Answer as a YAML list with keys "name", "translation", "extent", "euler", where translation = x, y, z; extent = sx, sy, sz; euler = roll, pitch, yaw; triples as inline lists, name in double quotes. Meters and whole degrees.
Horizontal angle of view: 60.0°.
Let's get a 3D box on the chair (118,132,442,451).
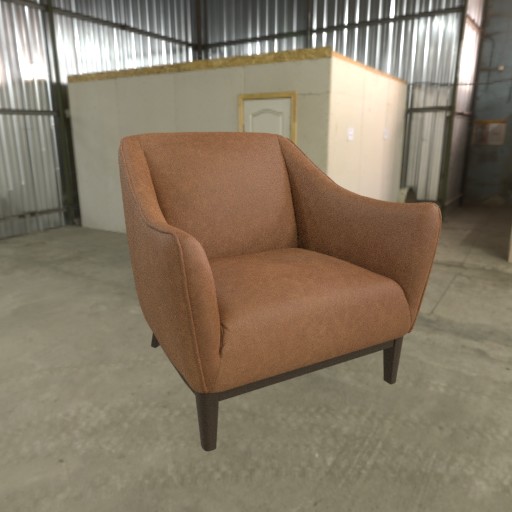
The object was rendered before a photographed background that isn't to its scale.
- name: "chair"
  translation: [0.000, 0.000, 1.549]
  extent: [0.871, 0.830, 0.852]
  euler: [-9, 18, -28]
